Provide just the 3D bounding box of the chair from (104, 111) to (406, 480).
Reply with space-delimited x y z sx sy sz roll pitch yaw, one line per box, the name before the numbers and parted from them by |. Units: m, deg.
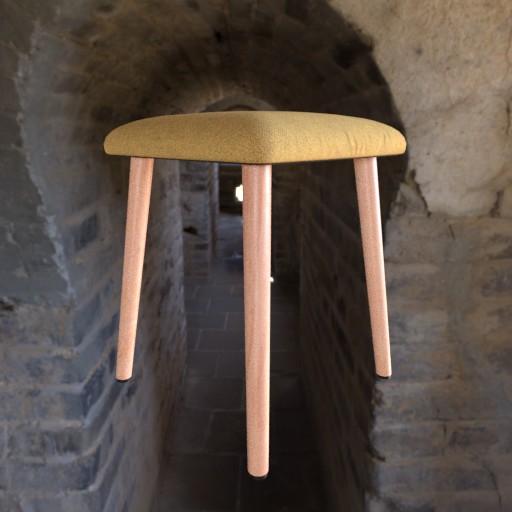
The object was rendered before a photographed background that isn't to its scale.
chair | 0.000 0.000 0.714 0.350 0.440 0.350 14 21 42
